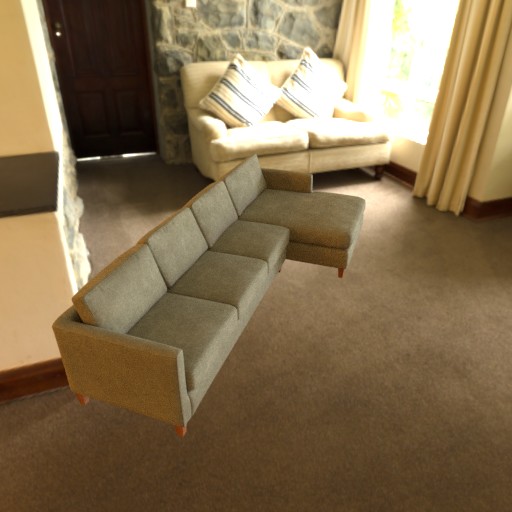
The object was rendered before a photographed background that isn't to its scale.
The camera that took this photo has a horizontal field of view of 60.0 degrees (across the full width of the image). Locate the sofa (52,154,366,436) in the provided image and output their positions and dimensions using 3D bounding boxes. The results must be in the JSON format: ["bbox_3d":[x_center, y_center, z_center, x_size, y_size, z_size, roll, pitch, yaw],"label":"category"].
[{"bbox_3d":[0.000,0.000,4.135,1.604,0.950,3.471,10,31,17],"label":"sofa"}]
